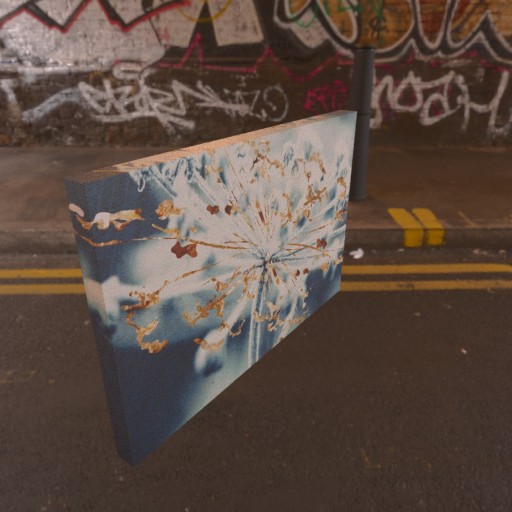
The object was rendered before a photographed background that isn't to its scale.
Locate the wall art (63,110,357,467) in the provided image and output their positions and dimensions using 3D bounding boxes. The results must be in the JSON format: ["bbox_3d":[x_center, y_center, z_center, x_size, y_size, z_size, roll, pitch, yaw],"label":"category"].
[{"bbox_3d":[0.000,0.000,0.752,0.036,0.405,0.607,18,32,33],"label":"wall art"}]
